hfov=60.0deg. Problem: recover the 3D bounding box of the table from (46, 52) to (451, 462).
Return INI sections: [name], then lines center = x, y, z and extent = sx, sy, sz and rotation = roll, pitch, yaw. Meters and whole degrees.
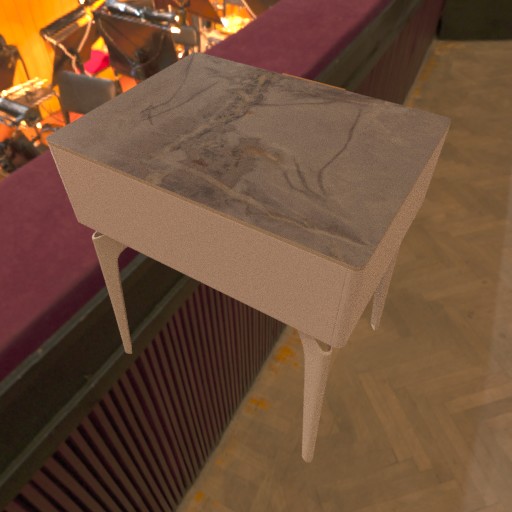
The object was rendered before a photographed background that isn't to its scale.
[table]
center = 0.000, 0.000, 0.881
extent = 0.500, 0.570, 0.400
rotation = 24, 51, 21
